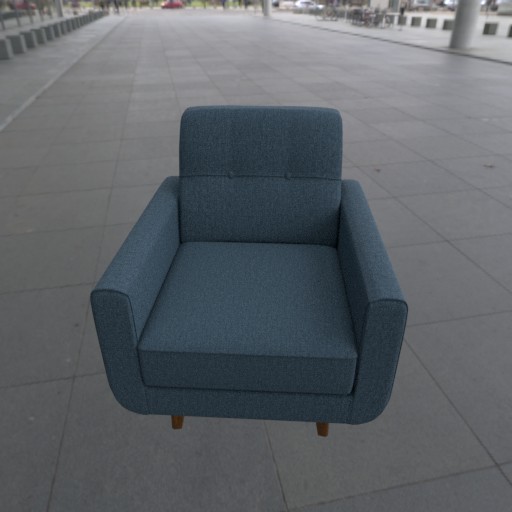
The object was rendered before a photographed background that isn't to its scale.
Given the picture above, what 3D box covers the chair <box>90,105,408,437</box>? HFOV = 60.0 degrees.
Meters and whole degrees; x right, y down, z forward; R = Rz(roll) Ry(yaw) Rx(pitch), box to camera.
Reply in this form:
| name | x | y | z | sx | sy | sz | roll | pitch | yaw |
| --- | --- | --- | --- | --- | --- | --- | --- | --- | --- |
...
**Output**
| name | x | y | z | sx | sy | sz | roll | pitch | yaw |
| --- | --- | --- | --- | --- | --- | --- | --- | --- | --- |
| chair | 0.000 | 0.000 | 1.667 | 0.880 | 0.940 | 0.964 | 2 | 30 | 3 |
